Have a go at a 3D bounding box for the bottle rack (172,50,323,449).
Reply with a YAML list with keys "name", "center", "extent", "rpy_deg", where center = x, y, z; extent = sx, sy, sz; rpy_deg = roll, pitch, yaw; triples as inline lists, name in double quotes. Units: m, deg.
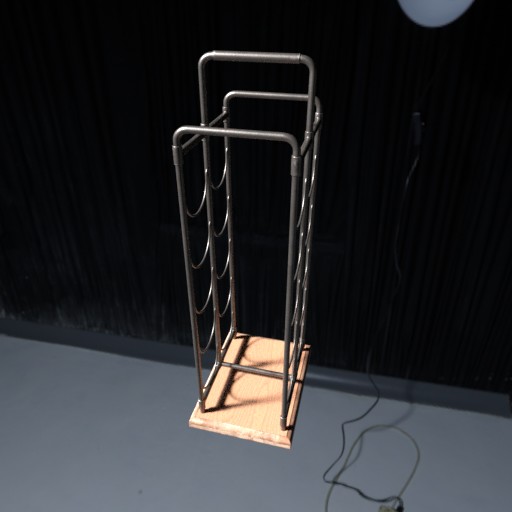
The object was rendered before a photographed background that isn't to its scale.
- name: "bottle rack"
  center: [0.000, 0.000, 0.807]
  extent: [0.208, 0.680, 0.276]
  rpy_deg: [8, 33, 12]
